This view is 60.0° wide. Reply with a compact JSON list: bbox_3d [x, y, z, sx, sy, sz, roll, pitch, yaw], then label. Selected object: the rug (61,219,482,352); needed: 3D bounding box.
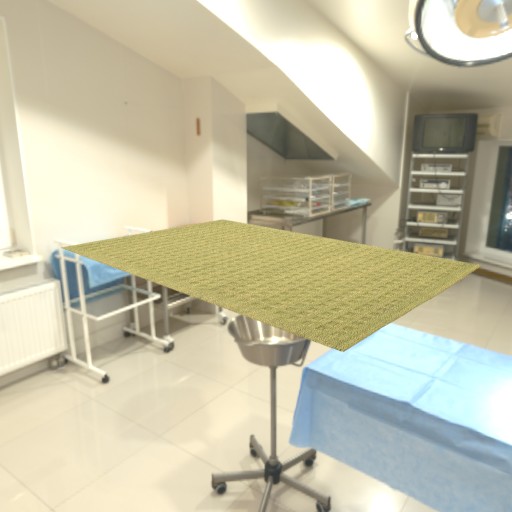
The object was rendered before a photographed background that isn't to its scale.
[{"bbox_3d":[0.000,0.000,2.870,2.297,0.007,1.529,13,20,41],"label":"rug"}]
